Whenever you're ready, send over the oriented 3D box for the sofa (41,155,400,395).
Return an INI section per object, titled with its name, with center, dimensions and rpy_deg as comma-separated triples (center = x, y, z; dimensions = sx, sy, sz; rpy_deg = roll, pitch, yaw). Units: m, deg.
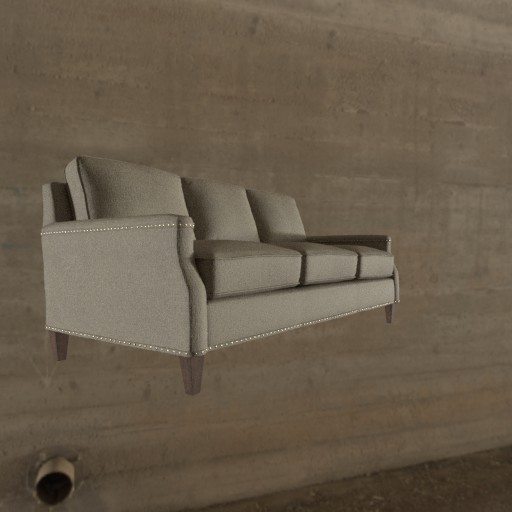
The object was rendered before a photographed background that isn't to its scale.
[sofa]
center = 0.000, 0.000, 2.750
dimensions = 1.084, 1.003, 2.246
rpy_deg = 0, 0, 36
